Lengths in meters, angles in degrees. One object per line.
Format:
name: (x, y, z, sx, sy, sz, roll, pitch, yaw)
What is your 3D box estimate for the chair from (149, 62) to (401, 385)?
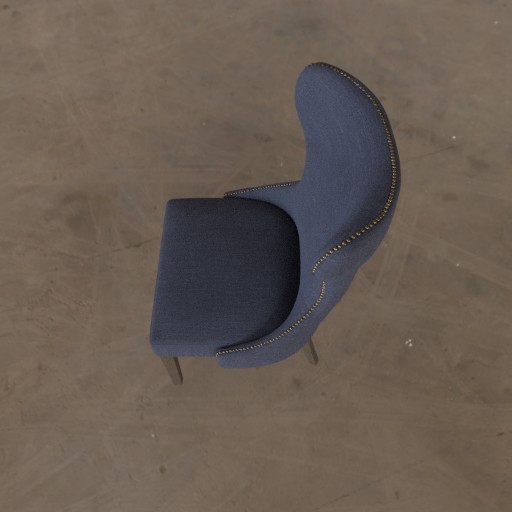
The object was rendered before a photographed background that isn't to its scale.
chair: (0.000, 0.000, 1.378, 0.635, 0.967, 0.628, 0, 58, 0)
